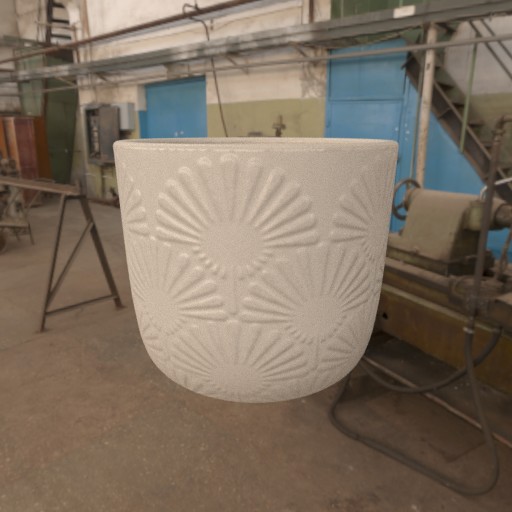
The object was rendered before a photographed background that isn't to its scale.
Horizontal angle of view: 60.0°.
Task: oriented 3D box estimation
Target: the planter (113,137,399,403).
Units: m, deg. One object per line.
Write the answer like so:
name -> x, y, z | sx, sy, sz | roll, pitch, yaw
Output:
planter -> 0.000, 0.000, 0.215 | 0.124, 0.109, 0.124 | 0, 16, 0
